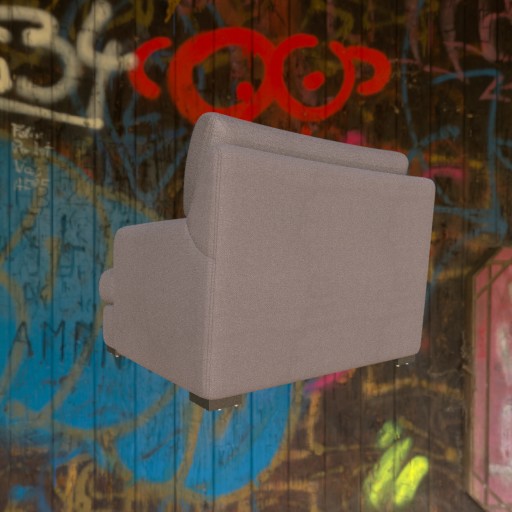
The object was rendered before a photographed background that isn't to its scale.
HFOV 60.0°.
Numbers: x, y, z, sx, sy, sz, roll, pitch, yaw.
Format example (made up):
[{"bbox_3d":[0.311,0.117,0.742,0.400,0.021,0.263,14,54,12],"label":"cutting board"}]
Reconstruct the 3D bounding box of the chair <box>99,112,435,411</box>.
[{"bbox_3d":[0.000,0.000,2.028,1.168,0.940,1.143,0,1,-36],"label":"chair"}]
